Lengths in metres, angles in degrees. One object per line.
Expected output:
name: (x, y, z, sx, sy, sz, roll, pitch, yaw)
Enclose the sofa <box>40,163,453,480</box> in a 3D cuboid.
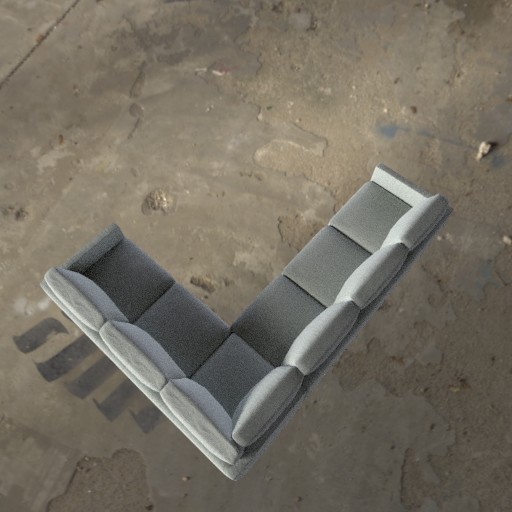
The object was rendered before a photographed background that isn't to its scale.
sofa: (0.000, 0.000, 4.514, 2.522, 0.934, 3.333, 38, 69, 18)
